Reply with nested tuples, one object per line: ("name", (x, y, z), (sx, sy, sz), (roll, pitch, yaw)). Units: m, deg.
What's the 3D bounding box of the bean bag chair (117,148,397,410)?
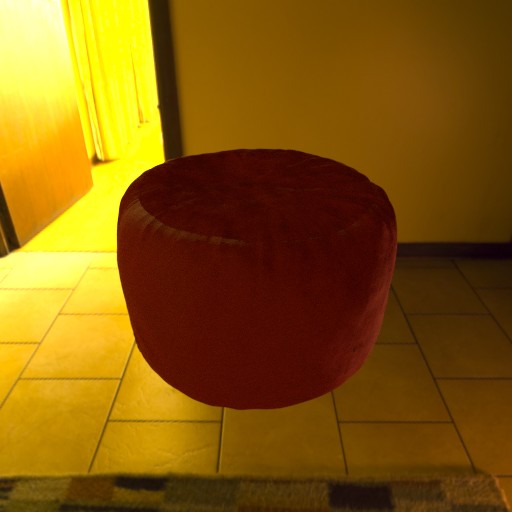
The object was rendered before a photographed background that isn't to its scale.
("bean bag chair", (0.000, 0.000, 2.042), (1.219, 0.762, 1.219), (0, 31, 0))
